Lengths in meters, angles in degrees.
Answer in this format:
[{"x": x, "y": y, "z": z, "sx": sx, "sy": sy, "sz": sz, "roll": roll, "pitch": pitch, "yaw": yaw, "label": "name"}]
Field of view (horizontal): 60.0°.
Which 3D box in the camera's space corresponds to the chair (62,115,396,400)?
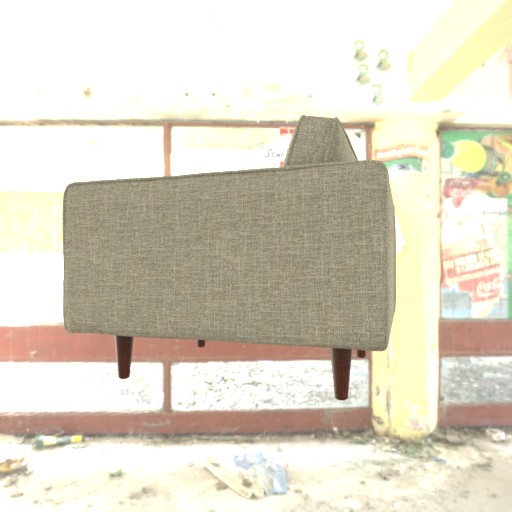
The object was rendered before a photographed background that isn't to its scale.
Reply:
[{"x": 0.000, "y": 0.000, "z": 1.538, "sx": 0.914, "sy": 0.765, "sz": 0.889, "roll": 0, "pitch": -1, "yaw": 19, "label": "chair"}]
